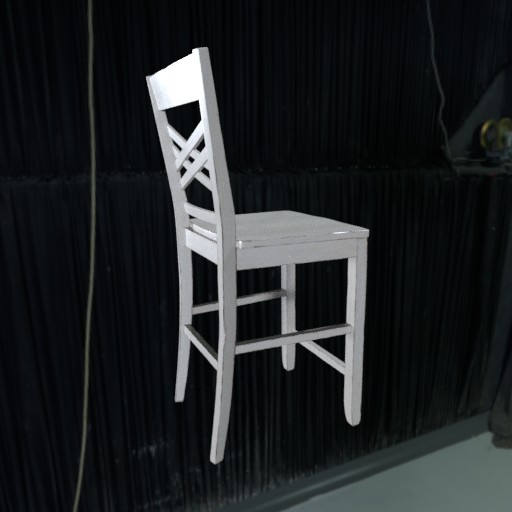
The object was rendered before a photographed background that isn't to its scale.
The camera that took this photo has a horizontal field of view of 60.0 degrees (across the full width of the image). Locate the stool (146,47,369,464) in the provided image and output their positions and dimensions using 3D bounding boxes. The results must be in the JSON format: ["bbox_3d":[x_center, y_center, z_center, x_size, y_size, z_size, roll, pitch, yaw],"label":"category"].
[{"bbox_3d":[0.000,0.000,1.383,0.539,1.079,0.462,-7,15,-26],"label":"stool"}]
